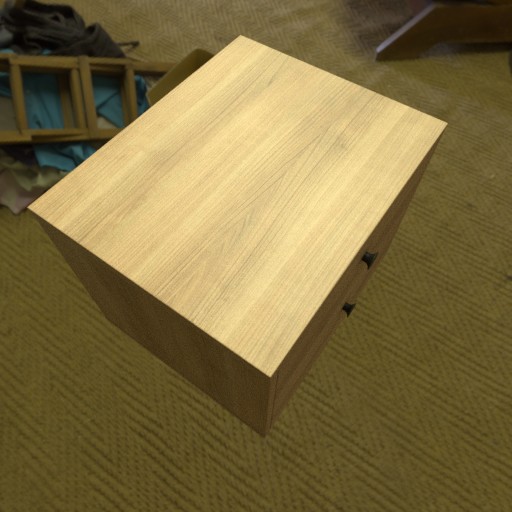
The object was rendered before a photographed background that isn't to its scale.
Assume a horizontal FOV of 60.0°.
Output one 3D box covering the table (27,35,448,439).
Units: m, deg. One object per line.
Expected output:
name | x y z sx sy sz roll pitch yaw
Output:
table | 0.000 0.000 0.782 0.380 0.460 0.445 31 63 18
